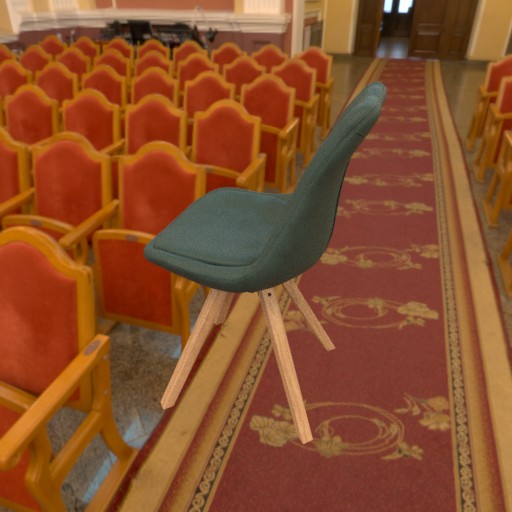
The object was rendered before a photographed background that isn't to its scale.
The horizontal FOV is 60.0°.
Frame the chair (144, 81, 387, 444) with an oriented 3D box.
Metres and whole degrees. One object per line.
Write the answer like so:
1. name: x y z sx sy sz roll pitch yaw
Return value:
1. chair: 0.000 0.000 1.184 0.547 0.865 0.483 9 32 15
